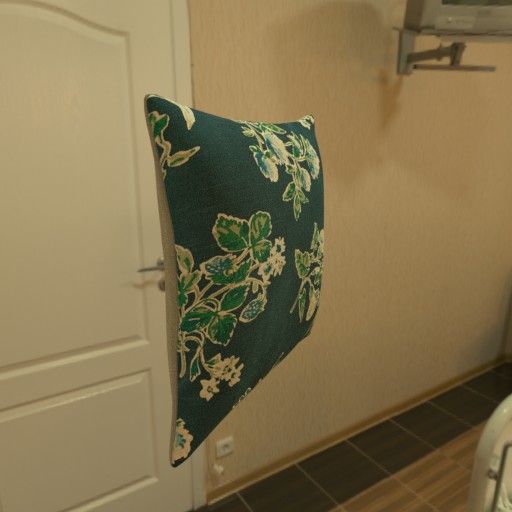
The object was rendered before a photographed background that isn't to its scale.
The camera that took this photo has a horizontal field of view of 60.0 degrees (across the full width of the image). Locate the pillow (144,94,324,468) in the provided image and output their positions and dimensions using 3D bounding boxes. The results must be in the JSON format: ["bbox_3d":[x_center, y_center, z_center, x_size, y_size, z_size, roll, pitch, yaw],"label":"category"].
[{"bbox_3d":[0.000,0.000,0.795,0.166,0.508,0.525,8,16,27],"label":"pillow"}]
